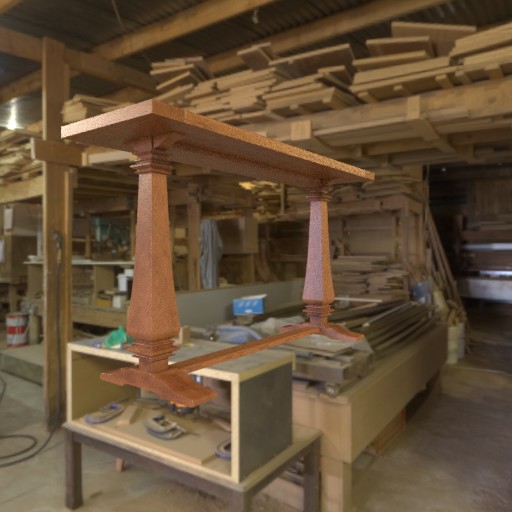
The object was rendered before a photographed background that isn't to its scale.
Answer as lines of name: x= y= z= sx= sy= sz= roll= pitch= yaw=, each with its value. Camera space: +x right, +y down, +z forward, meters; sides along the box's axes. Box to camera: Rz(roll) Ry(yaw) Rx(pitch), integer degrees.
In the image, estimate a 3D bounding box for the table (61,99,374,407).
table: x=0.000 y=0.000 z=1.887 sx=0.461 sy=0.852 sz=1.478 roll=1 pitch=2 yaw=37
